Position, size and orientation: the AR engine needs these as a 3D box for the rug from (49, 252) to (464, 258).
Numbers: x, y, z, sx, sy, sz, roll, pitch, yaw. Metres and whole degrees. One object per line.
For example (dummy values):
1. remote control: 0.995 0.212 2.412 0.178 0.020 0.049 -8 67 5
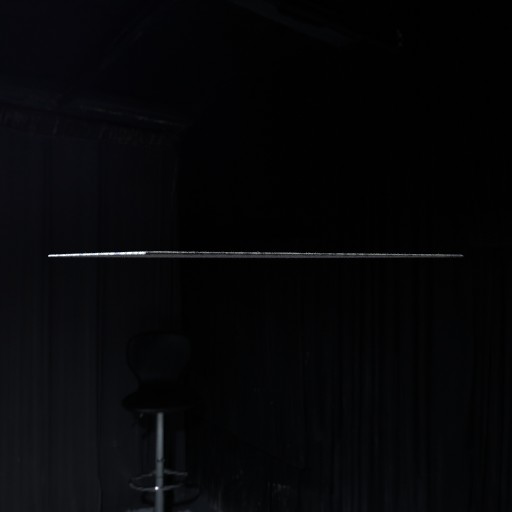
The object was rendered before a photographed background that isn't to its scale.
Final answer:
1. rug: 0.000 0.000 2.982 2.261 0.013 1.676 0 -1 -36
